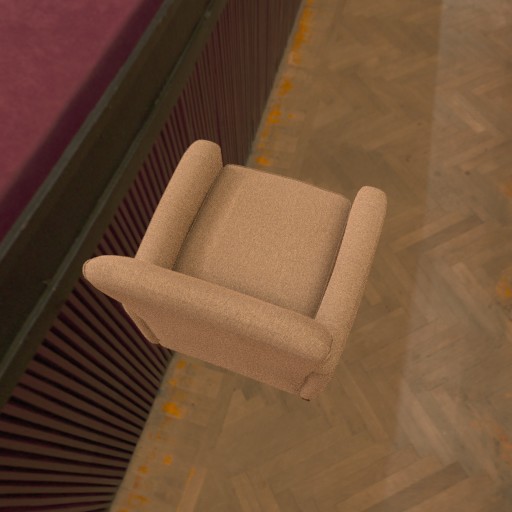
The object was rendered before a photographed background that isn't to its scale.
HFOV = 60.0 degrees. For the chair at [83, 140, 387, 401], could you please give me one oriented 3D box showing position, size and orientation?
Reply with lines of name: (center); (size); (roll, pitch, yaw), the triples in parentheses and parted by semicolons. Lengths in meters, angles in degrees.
chair: (0.000, 0.000, 1.692); (0.848, 1.014, 0.864); (18, 64, 9)
